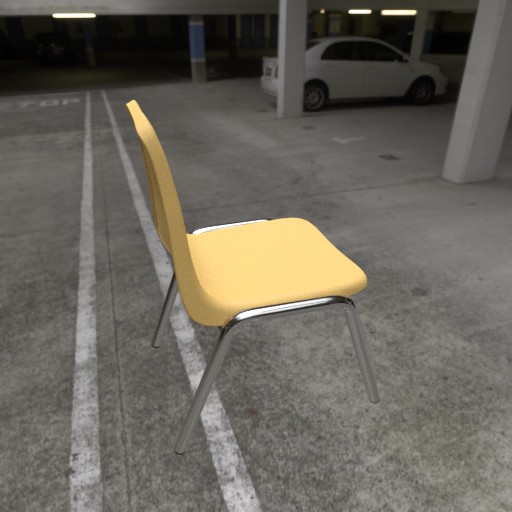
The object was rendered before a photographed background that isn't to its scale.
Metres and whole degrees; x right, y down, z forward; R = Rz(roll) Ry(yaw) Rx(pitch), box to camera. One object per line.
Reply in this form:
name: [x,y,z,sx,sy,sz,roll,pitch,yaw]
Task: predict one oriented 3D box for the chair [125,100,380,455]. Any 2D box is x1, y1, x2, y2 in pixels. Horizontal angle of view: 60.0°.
chair: [0.000,0.000,0.854,0.423,0.586,0.354,-10,31,-17]
